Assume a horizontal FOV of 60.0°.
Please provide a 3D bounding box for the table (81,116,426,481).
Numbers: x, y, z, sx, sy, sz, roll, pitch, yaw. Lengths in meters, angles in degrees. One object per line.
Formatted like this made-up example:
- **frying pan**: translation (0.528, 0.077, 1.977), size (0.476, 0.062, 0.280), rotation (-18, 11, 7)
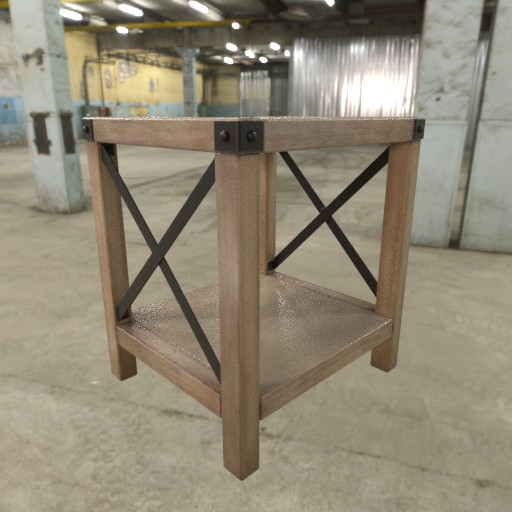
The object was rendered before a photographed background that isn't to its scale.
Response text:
- **table**: translation (0.000, 0.000, 0.937), size (0.510, 0.561, 0.459), rotation (-16, 24, -42)
